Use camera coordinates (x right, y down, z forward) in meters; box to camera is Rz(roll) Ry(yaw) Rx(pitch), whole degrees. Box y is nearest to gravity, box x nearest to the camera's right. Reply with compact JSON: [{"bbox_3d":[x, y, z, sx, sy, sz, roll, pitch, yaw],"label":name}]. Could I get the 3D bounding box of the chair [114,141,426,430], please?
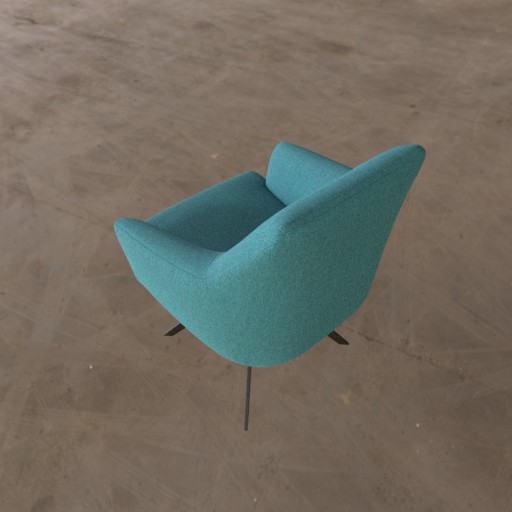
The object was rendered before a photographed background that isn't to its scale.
[{"bbox_3d":[0.000,0.000,1.317,0.642,0.874,0.677,-32,53,-27],"label":"chair"}]
